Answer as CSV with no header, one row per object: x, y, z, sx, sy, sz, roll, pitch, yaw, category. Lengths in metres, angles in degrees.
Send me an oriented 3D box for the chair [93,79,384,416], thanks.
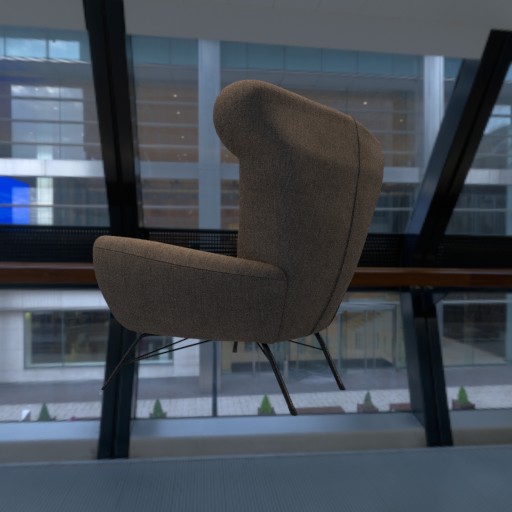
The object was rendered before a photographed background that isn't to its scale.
0.000,0.000,1.783,0.900,1.040,0.980,1,1,37,chair
